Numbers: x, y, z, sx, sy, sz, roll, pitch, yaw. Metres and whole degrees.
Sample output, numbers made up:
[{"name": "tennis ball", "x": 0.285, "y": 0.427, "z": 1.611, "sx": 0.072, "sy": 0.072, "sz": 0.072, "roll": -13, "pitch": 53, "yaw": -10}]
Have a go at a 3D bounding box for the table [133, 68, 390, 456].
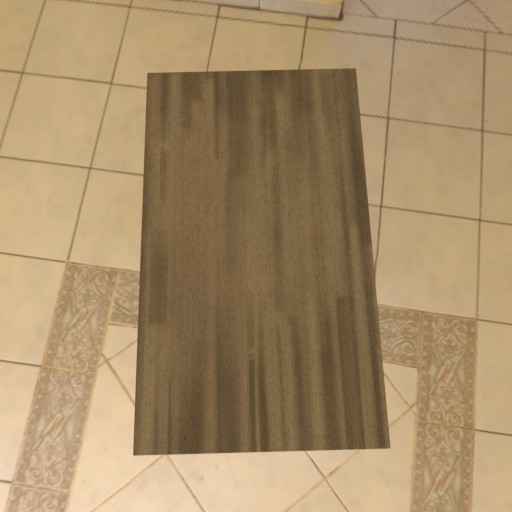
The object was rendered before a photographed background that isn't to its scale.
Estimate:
[{"name": "table", "x": 0.000, "y": 0.000, "z": 1.396, "sx": 0.643, "sy": 0.347, "sz": 1.088, "roll": -1, "pitch": 76, "yaw": 0}]
